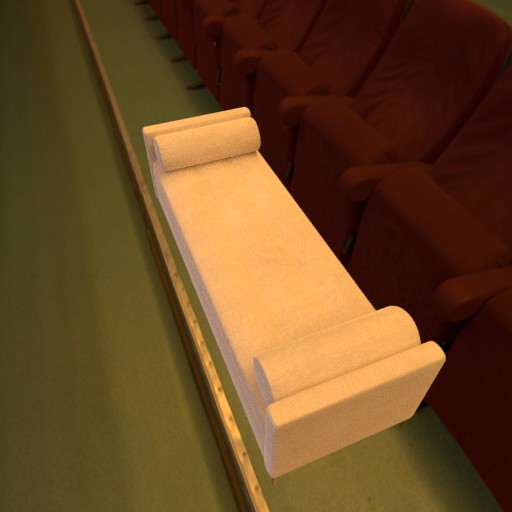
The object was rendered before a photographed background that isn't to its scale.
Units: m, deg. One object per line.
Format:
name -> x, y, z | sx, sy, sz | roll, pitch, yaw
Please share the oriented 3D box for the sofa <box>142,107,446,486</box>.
sofa -> 0.000, 0.000, 2.344 | 0.686, 0.635, 1.981 | -16, 49, -15
